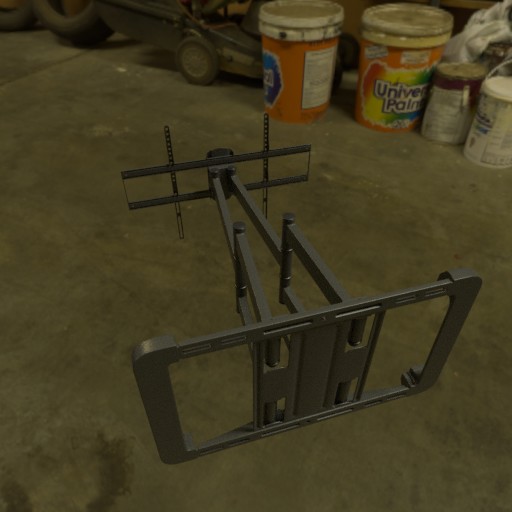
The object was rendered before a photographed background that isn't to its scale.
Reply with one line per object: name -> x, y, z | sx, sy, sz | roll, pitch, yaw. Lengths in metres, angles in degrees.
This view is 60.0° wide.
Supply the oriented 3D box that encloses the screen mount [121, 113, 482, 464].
screen mount -> 0.000, 0.000, 1.317 | 0.725, 0.483, 0.905 | -11, 42, -13
